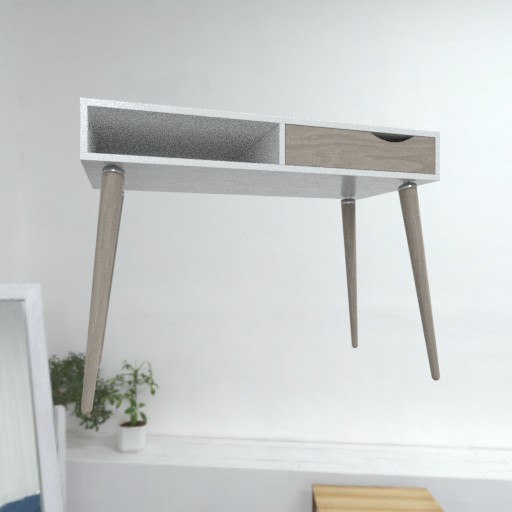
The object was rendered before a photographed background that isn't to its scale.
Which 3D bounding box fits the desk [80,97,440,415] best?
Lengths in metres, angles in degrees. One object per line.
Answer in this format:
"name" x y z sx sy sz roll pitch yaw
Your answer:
"desk" 0.000 0.000 1.375 0.979 0.723 0.491 0 0 -17
